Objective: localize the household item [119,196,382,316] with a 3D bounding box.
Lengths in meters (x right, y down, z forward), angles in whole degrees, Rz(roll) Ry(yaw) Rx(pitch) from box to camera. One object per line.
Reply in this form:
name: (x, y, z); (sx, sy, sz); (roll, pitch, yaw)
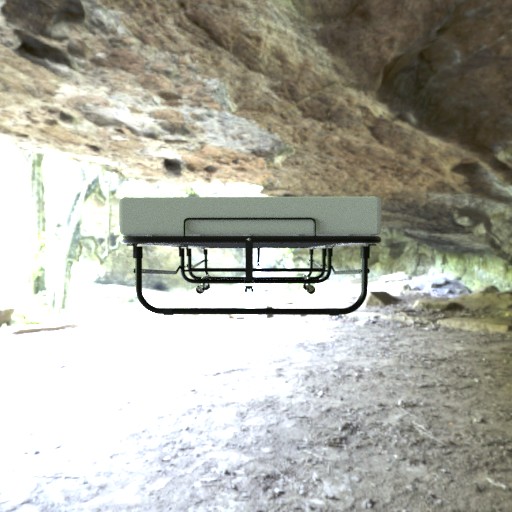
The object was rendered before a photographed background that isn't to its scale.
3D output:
household item: (0.000, 0.000, 2.176); (0.787, 0.356, 1.905); (0, 1, 1)
